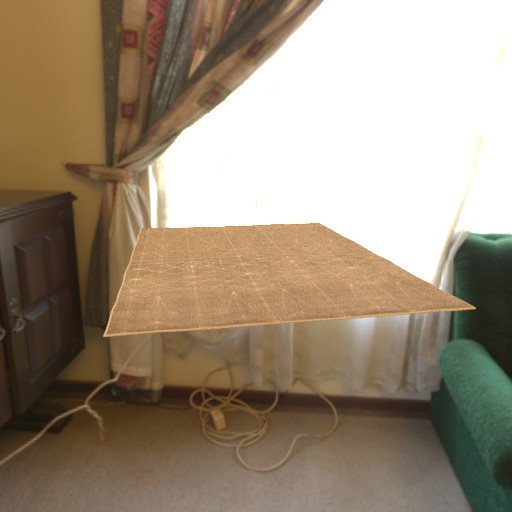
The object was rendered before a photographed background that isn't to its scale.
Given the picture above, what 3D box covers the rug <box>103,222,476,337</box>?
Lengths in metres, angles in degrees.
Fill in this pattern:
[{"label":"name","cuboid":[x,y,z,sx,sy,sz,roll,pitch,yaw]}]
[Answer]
[{"label":"rug","cuboid":[0.000,0.000,4.404,2.449,0.019,3.357,-3,15,-10]}]
